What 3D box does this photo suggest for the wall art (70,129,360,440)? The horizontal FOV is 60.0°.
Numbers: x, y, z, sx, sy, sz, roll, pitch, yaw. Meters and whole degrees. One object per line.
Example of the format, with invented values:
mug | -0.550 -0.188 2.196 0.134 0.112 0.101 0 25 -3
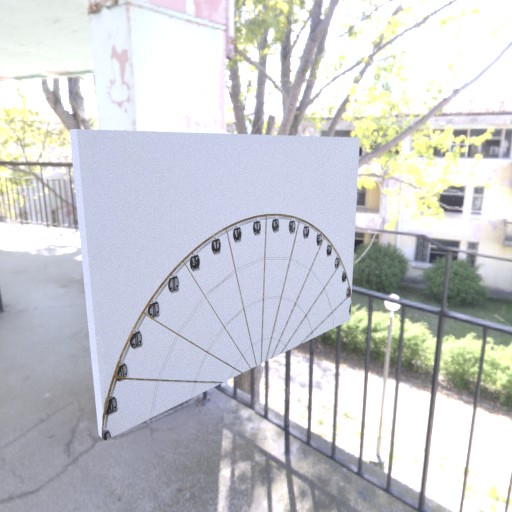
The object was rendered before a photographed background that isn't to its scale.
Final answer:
wall art | 0.000 0.000 1.452 0.038 0.767 1.144 13 19 43
